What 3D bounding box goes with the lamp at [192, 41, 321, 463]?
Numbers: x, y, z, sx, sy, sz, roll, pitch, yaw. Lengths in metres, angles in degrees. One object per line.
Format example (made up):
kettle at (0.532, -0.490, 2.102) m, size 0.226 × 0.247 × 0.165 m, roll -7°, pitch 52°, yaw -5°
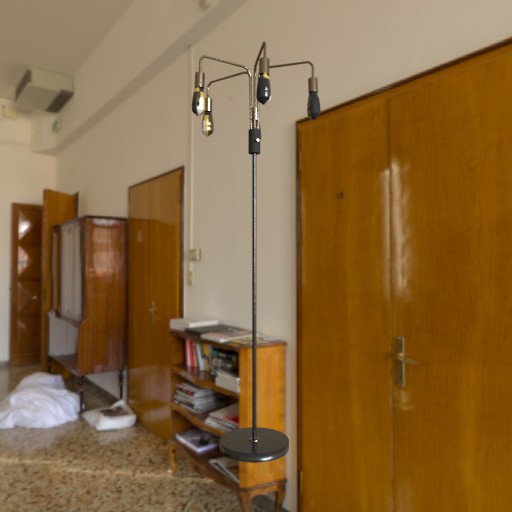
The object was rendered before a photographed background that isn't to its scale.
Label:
lamp at (0.000, 0.000, 2.017) m, size 0.599 × 1.721 × 0.572 m, roll 0°, pitch -2°, yaw 18°
